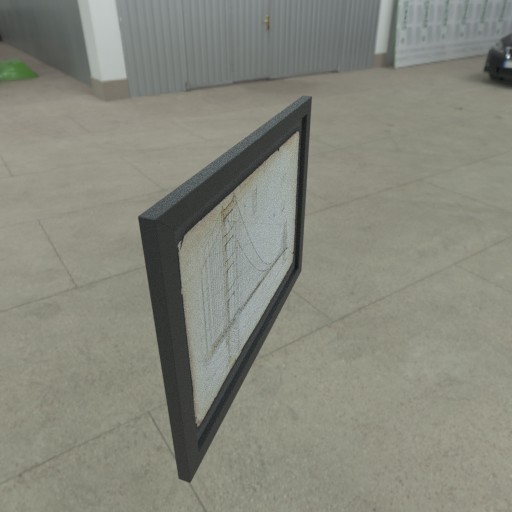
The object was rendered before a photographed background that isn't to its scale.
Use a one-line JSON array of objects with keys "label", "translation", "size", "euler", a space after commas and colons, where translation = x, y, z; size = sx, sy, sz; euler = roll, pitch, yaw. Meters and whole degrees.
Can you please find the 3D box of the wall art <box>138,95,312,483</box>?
[{"label": "wall art", "translation": [0.000, 0.000, 0.559], "size": [0.016, 0.306, 0.432], "euler": [11, 33, 17]}]
